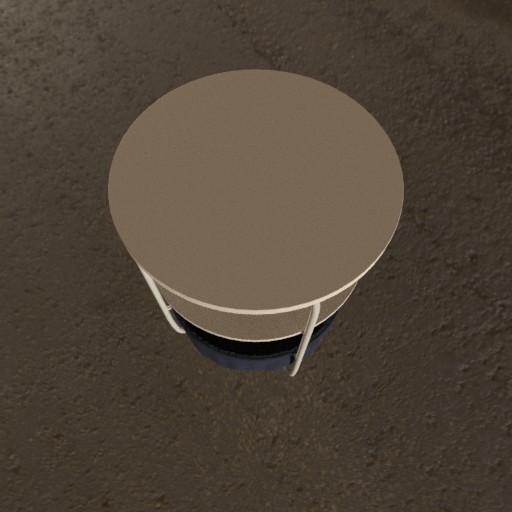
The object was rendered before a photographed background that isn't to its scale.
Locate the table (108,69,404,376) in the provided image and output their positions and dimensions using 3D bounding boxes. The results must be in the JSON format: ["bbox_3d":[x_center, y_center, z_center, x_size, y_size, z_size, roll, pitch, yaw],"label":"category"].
[{"bbox_3d":[0.000,0.000,0.872,0.418,0.532,0.418,19,65,9],"label":"table"}]
